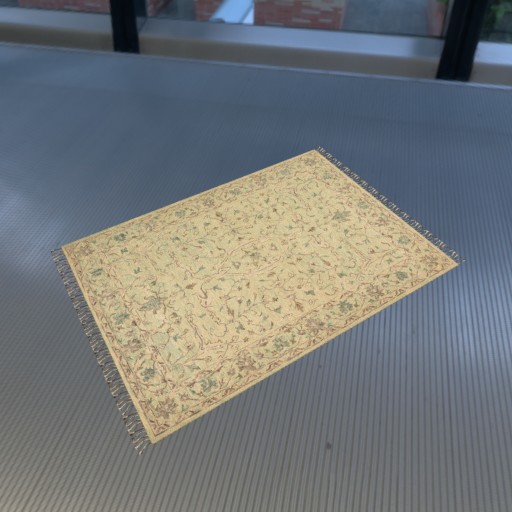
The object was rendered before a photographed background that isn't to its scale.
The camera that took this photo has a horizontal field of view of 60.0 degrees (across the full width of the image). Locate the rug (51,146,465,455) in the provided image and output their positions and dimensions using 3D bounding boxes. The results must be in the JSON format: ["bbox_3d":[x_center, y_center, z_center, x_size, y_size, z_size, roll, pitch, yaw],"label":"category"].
[{"bbox_3d":[0.000,0.000,2.315,1.802,0.008,1.247,-25,52,-21],"label":"rug"}]
